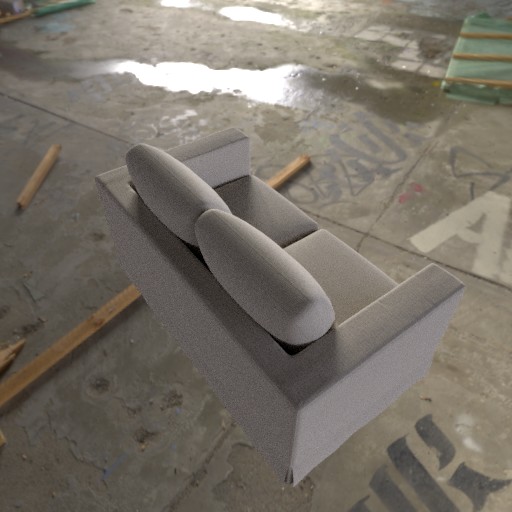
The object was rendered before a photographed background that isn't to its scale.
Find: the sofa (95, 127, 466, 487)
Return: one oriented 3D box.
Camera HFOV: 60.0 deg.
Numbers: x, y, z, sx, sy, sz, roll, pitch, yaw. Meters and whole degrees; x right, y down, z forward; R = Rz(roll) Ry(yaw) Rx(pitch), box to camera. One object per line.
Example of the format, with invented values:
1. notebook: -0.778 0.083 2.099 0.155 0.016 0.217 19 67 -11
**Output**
1. sofa: 0.000 0.000 2.384 1.009 0.932 1.813 -28 51 -26
